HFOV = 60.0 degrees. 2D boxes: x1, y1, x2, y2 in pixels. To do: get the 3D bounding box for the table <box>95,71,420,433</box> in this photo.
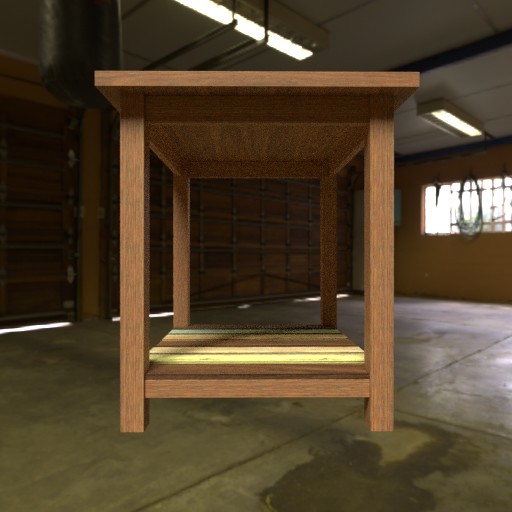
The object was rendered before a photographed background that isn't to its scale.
[{"bbox_3d":[0.000,0.000,1.093,0.559,0.635,0.660,0,0,0],"label":"table"}]
